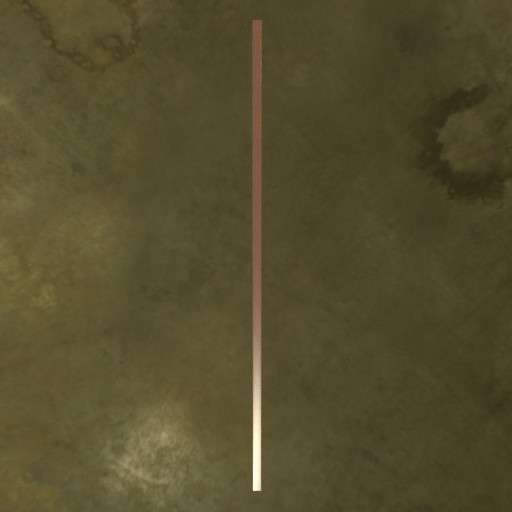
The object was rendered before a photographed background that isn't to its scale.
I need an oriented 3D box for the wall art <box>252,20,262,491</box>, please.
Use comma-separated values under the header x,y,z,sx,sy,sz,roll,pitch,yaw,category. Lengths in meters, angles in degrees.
x,y,z,sx,sy,sz,roll,pitch,yaw,category
0.000,0.000,0.849,0.014,0.455,0.660,0,89,0,wall art
